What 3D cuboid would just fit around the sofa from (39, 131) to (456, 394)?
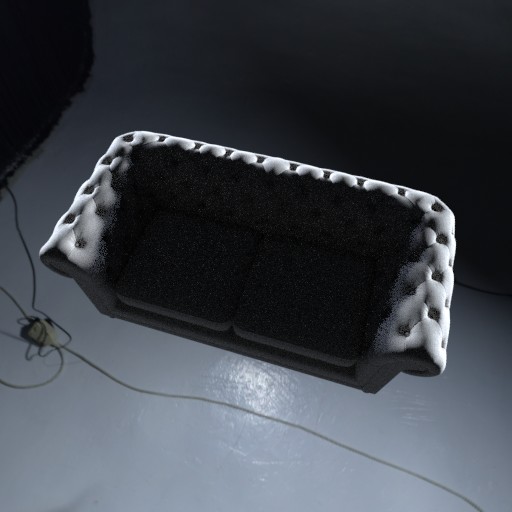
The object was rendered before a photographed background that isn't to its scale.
[{"bbox_3d":[0.000,0.000,2.510,1.998,0.764,0.986,14,59,9],"label":"sofa"}]
